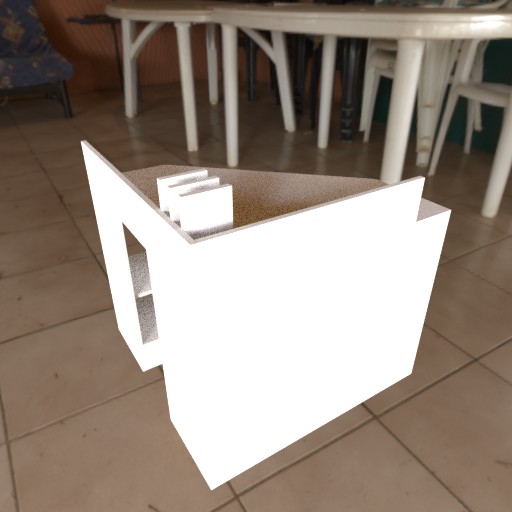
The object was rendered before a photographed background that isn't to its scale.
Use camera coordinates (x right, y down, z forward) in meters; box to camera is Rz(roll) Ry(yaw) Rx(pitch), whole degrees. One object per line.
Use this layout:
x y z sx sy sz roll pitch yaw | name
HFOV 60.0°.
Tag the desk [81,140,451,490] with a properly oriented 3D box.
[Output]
0.000 0.000 1.730 0.940 0.986 0.940 -18 35 -28 | desk
